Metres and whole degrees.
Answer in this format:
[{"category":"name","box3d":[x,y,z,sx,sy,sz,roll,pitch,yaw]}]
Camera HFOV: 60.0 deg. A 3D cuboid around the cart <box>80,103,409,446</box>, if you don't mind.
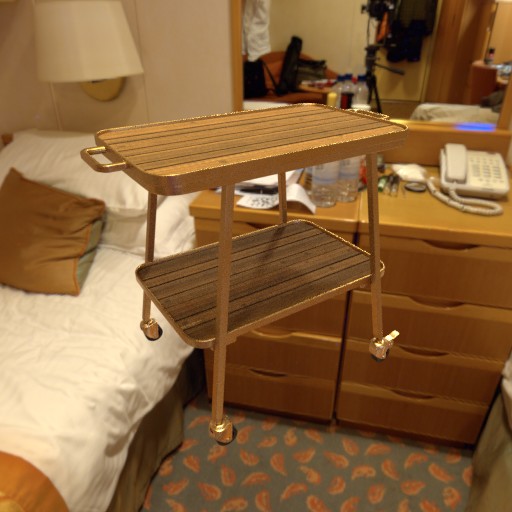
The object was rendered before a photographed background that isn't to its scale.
[{"category":"cart","box3d":[0.000,0.000,1.241,0.806,0.700,0.524,-18,34,-29]}]
